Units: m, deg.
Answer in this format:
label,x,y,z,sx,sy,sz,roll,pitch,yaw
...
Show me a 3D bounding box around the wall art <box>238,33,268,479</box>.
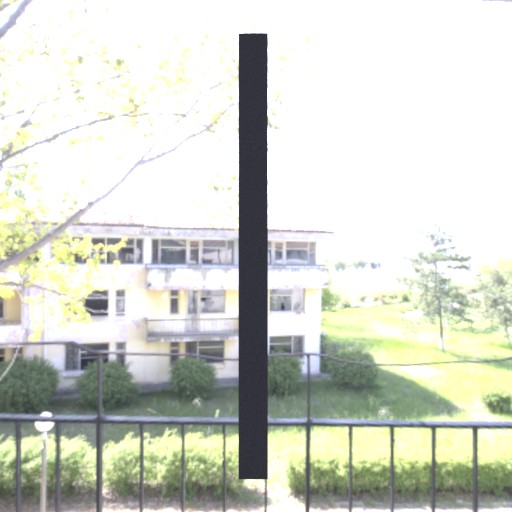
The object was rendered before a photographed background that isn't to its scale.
label,x,y,z,sx,sy,sz,roll,pitch,yaw
wall art,0.000,0.000,0.757,0.033,0.507,0.508,0,0,1
